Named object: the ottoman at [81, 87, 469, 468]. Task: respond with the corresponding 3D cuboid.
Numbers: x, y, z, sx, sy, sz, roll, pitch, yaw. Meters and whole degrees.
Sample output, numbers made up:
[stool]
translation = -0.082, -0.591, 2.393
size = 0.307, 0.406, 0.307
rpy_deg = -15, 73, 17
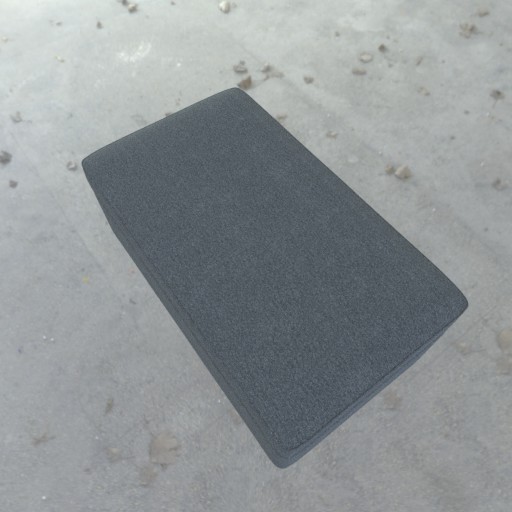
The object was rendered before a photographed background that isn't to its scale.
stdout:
[ottoman]
translation = 0.000, 0.000, 1.548
size = 0.681, 0.494, 1.173
rpy_deg = -32, 64, -18
